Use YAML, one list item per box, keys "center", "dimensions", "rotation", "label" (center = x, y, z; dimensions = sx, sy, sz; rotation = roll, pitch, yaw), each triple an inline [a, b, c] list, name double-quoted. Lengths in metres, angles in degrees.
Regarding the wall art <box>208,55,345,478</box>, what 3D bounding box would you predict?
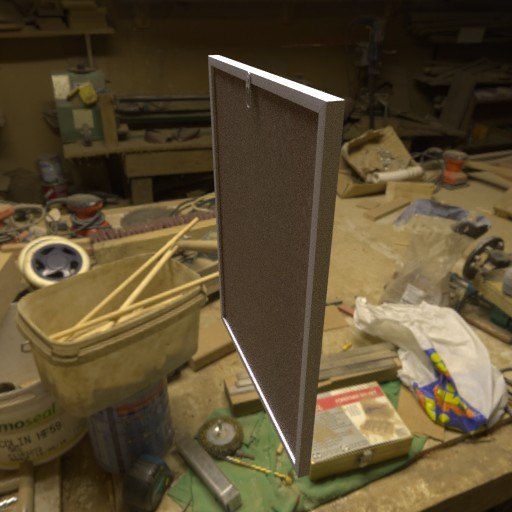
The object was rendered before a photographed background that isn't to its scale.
- center: [0.000, 0.000, 1.362]
  dimensions: [0.042, 1.056, 0.805]
  rotation: [-10, 31, -17]
  label: "wall art"
